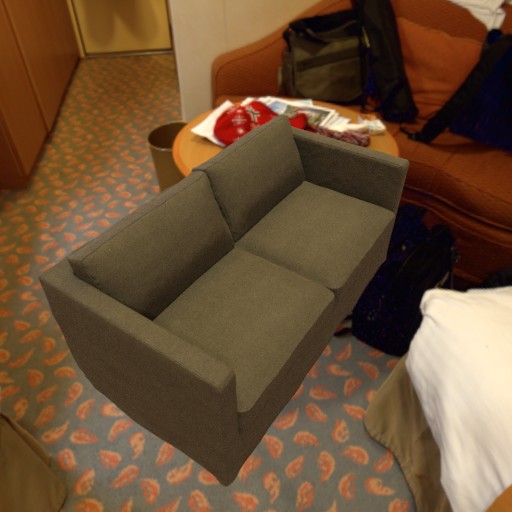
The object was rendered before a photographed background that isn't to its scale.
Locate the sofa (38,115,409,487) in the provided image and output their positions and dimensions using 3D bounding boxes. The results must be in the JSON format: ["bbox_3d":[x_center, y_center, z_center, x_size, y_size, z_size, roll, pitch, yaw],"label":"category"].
[{"bbox_3d":[0.000,0.000,2.333,0.974,0.854,1.802,24,47,25],"label":"sofa"}]
